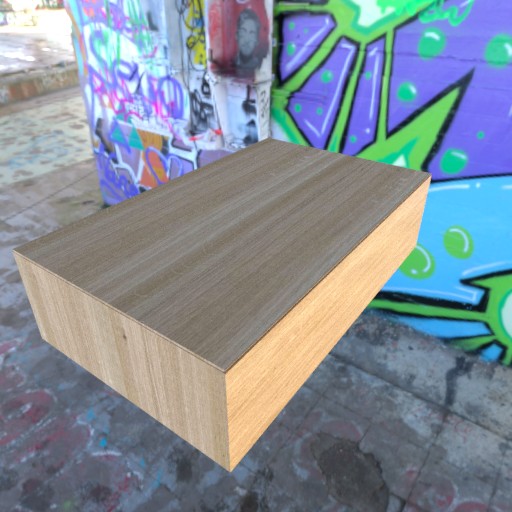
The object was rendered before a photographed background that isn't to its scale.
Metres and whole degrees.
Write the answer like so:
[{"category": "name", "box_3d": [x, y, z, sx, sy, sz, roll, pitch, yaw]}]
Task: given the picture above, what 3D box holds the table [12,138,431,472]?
[{"category": "table", "box_3d": [0.000, 0.000, 1.394, 0.678, 0.353, 1.110, 21, 38, 30]}]
